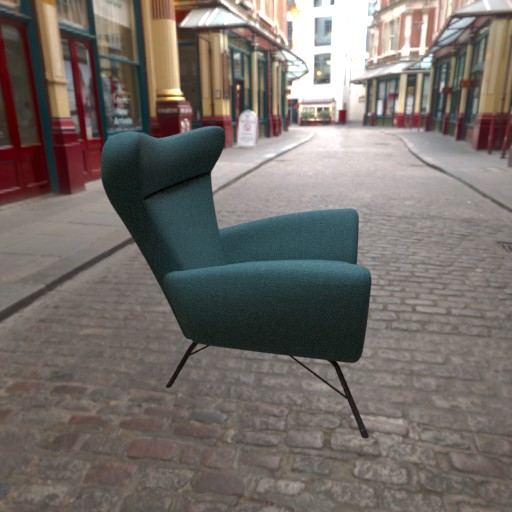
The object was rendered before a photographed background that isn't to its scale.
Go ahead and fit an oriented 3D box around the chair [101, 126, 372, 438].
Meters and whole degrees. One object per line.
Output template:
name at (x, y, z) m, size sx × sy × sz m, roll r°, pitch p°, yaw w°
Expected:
chair at (0.000, 0.000, 1.768) m, size 0.900 × 0.980 × 1.050 m, roll 3°, pitch 17°, yaw 10°
